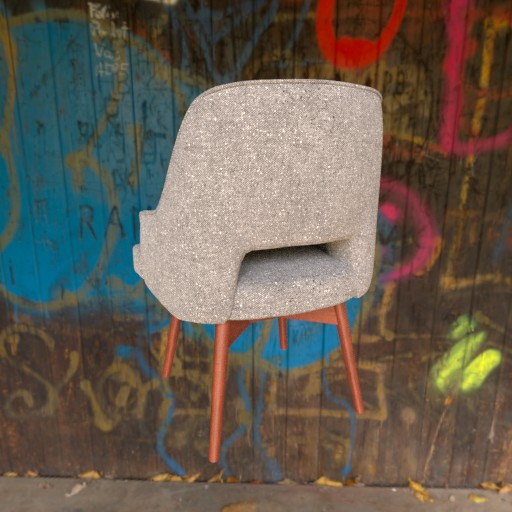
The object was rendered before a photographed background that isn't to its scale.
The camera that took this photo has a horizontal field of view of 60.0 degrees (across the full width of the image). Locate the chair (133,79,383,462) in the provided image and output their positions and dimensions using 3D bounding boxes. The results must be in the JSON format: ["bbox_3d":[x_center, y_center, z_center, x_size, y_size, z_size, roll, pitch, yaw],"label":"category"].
[{"bbox_3d":[0.000,0.000,1.265,0.608,0.875,0.629,-7,16,-25],"label":"chair"}]
